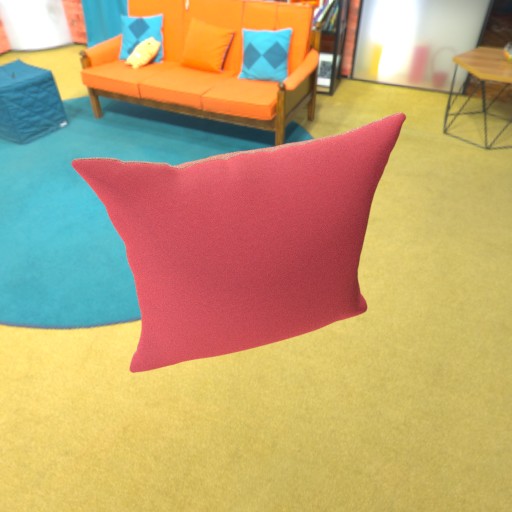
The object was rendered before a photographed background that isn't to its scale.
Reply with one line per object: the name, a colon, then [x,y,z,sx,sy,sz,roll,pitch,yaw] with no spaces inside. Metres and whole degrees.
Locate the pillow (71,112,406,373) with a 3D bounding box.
pillow: [0.000,0.000,0.838,0.559,0.501,0.229,-13,43,-14]
